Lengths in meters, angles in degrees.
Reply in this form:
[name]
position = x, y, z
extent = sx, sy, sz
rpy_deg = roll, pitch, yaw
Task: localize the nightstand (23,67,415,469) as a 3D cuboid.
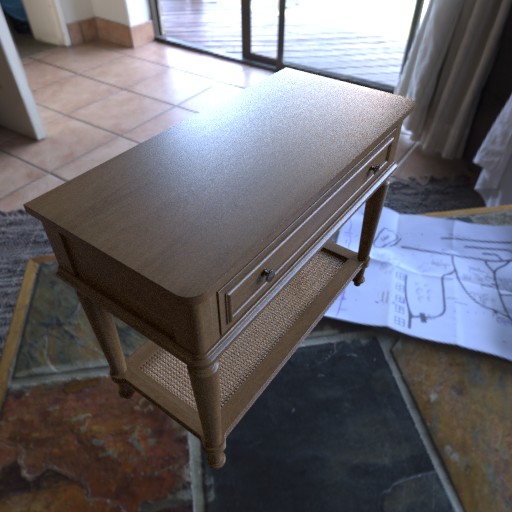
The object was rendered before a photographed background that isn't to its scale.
[nightstand]
position = 0.000, 0.000, 1.258
extent = 0.432, 0.700, 0.914
rpy_deg = 26, 48, 26
